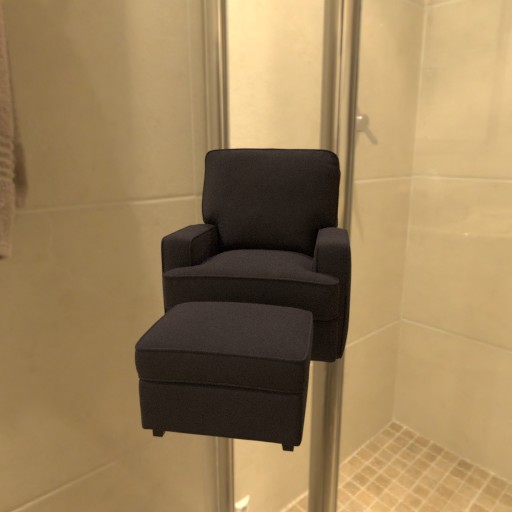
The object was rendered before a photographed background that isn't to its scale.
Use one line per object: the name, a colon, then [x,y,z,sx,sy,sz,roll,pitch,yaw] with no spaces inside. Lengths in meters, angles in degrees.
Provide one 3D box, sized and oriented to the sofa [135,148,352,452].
sofa: [0.000,0.000,2.022,0.861,0.959,1.472,2,14,9]
